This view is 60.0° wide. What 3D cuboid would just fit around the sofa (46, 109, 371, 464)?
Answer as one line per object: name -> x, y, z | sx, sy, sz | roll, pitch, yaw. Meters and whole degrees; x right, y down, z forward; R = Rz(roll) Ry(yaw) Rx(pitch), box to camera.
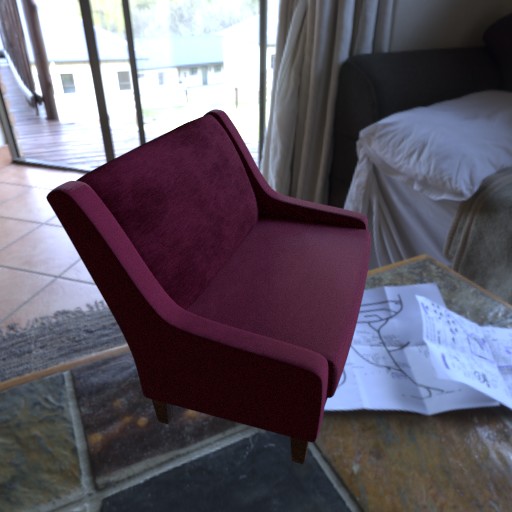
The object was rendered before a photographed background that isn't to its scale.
sofa -> 0.000, 0.000, 1.944 | 0.946, 0.976, 1.242 | 10, 31, 16
